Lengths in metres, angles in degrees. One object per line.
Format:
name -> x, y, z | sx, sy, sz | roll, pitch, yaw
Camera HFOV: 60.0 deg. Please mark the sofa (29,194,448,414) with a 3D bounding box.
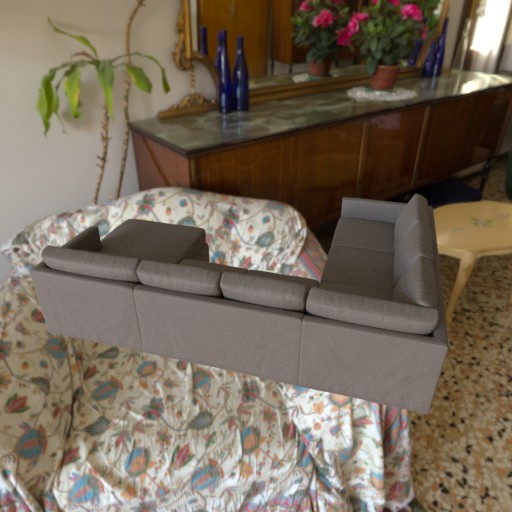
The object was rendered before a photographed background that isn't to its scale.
sofa -> 0.000, 0.000, 4.552 | 3.460, 0.882, 2.427 | 9, 32, 14
